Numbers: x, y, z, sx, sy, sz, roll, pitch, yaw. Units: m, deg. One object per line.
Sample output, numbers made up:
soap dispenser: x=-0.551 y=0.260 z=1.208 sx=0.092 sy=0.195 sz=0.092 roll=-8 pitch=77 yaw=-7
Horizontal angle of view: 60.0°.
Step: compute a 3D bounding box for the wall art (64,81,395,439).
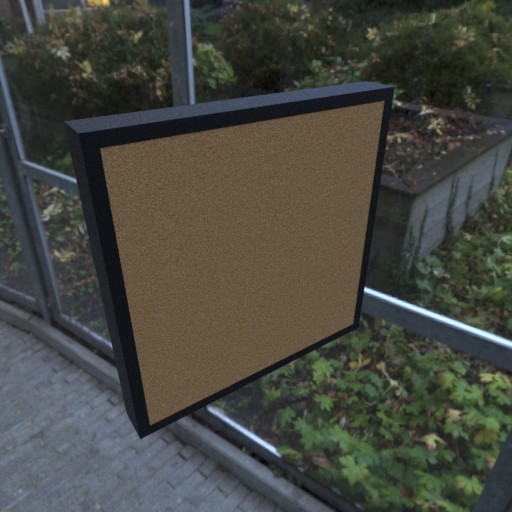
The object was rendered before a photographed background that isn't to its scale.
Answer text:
wall art: x=0.000 y=0.000 z=0.452 sx=0.305 sy=0.304 sz=0.038 roll=-19 pitch=35 yaw=-29
